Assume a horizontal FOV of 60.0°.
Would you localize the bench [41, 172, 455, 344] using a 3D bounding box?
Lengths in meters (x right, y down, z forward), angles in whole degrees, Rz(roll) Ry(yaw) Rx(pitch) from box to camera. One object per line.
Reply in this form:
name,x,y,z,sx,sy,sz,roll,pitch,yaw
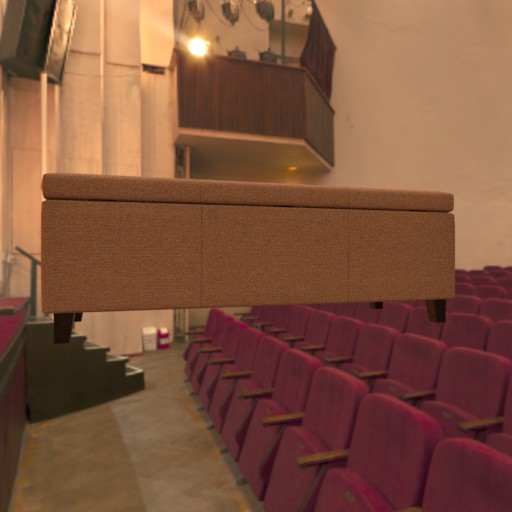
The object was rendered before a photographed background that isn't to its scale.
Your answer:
bench,0.000,0.000,1.481,1.269,0.438,0.446,0,0,-17
